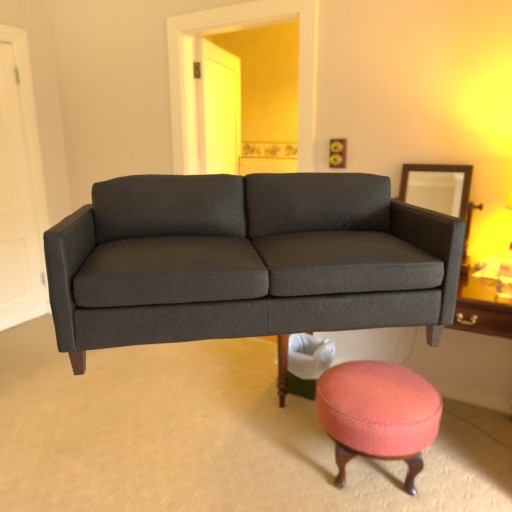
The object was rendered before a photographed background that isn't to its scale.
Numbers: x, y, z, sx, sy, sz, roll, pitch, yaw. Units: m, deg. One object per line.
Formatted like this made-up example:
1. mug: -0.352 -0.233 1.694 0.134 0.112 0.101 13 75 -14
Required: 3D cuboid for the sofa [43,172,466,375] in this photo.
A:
1. sofa: 0.000 0.000 2.458 1.971 0.863 0.933 -2 15 -9
